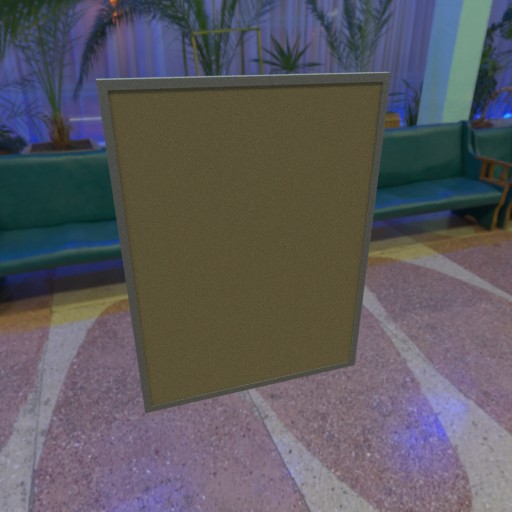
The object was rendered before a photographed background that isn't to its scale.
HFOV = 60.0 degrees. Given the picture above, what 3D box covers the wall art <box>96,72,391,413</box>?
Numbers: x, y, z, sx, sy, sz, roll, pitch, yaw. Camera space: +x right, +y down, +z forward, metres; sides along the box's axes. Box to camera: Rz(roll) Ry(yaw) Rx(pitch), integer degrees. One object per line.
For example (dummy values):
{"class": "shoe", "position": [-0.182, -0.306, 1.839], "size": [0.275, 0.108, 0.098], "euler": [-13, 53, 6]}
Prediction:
{"class": "wall art", "position": [0.000, 0.000, 1.378], "size": [0.789, 1.042, 0.034], "euler": [-8, 27, -16]}
